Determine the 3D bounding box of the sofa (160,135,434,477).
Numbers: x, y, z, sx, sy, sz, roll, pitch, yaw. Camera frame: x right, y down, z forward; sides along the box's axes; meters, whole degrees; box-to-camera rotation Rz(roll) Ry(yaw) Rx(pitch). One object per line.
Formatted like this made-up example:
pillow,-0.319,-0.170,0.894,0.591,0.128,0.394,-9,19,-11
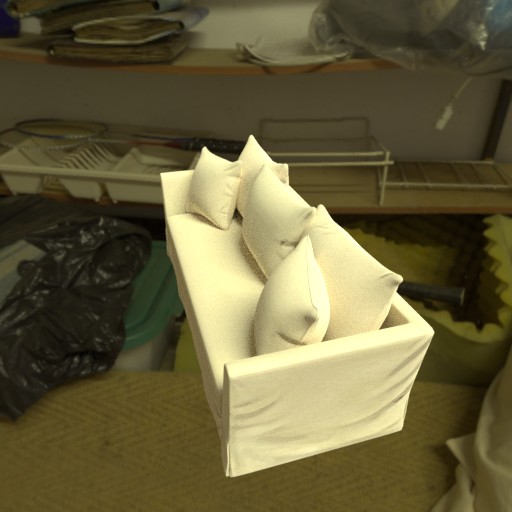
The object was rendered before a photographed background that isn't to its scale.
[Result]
sofa,0.000,0.000,3.029,1.030,1.042,2.484,-9,31,-15
